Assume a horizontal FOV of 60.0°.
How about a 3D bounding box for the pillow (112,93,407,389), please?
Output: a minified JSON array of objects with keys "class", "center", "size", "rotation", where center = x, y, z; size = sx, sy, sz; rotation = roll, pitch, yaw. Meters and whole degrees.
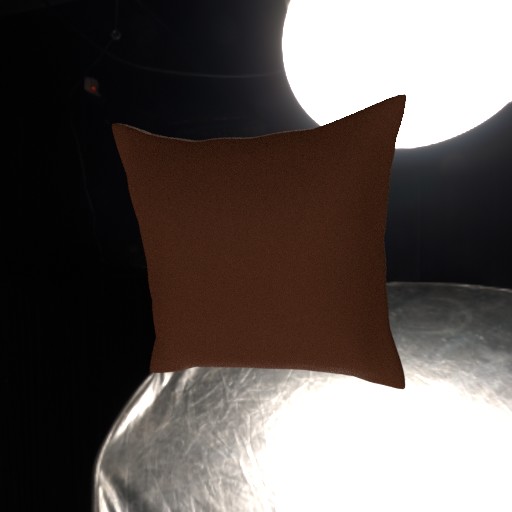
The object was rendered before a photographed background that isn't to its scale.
[{"class":"pillow","center":[0.000,0.000,0.704],"size":[0.453,0.430,0.200],"rotation":[0,0,18]}]
